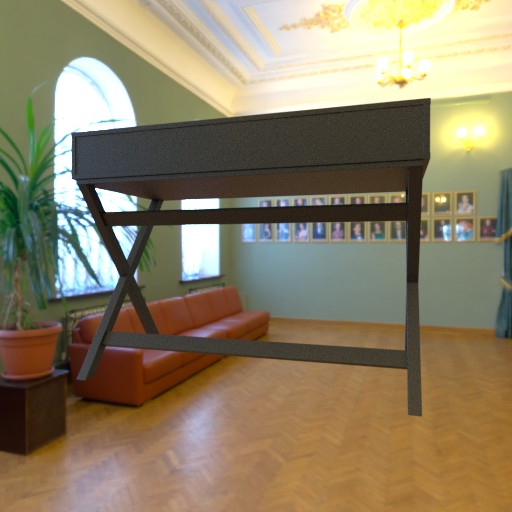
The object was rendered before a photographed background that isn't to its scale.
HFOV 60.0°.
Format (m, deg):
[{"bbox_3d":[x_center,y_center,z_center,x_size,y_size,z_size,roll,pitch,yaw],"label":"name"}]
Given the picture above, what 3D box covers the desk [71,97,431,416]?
[{"bbox_3d":[0.000,0.000,1.491,1.057,0.780,0.525,0,1,18],"label":"desk"}]
